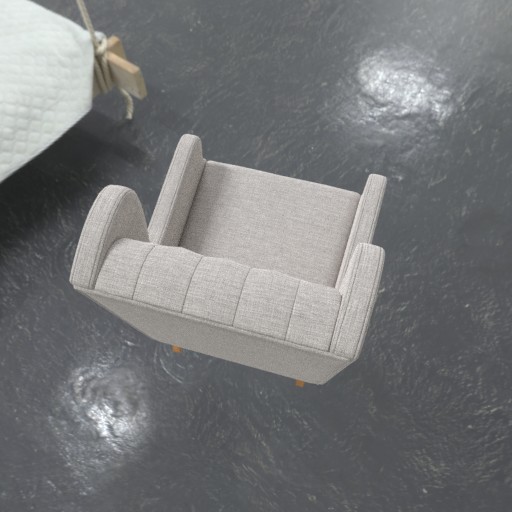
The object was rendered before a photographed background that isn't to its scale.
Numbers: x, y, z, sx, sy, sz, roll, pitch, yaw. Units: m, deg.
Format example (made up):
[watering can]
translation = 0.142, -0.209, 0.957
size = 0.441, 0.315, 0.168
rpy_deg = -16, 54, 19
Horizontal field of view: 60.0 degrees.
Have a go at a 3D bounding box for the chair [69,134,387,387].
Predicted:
[chair]
translation = 0.000, 0.000, 1.439
size = 0.710, 0.930, 0.760
rpy_deg = 14, 64, 7
